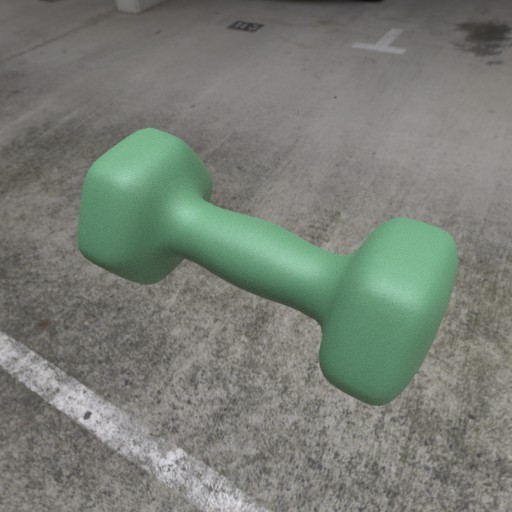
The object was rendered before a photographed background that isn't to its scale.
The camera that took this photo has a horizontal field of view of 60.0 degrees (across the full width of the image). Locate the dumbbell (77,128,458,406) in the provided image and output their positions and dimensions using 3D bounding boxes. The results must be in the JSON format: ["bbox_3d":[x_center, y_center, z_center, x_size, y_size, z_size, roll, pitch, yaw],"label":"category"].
[{"bbox_3d":[0.000,0.000,0.317,0.257,0.114,0.126,24,52,21],"label":"dumbbell"}]
